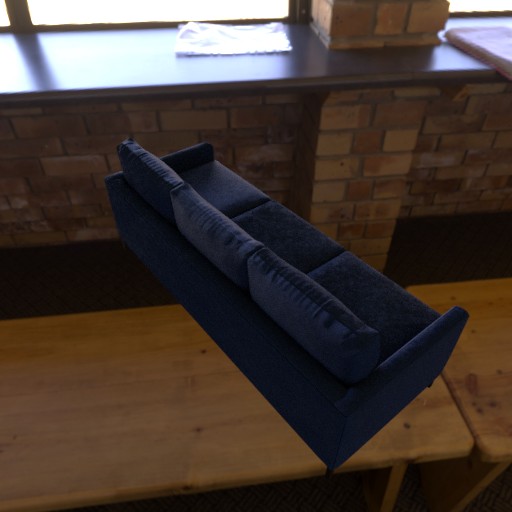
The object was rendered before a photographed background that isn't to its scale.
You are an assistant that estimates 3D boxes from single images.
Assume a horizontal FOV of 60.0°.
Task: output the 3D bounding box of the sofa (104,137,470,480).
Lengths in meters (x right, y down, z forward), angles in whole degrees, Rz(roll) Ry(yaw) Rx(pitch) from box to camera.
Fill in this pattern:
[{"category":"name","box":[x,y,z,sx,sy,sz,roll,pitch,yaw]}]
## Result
[{"category":"sofa","box":[0.000,0.000,2.657,0.875,0.879,2.252,-28,48,-28]}]
